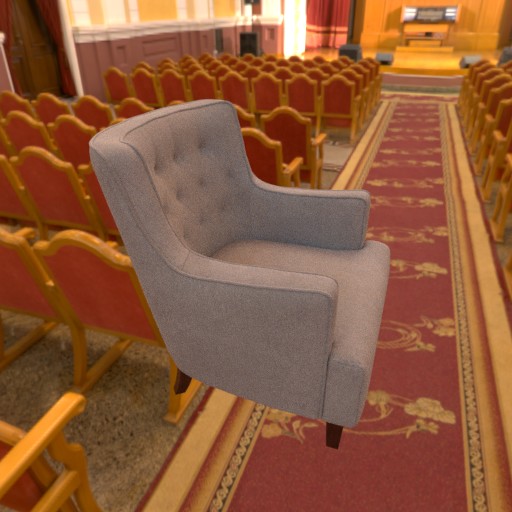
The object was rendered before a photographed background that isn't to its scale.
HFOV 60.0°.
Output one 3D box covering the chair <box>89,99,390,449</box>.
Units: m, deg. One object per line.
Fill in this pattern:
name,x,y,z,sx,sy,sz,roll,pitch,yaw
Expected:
chair,0.000,0.000,1.569,0.910,0.919,0.781,10,31,17
